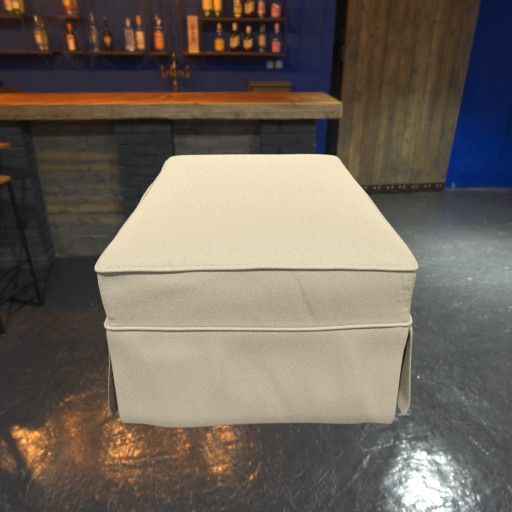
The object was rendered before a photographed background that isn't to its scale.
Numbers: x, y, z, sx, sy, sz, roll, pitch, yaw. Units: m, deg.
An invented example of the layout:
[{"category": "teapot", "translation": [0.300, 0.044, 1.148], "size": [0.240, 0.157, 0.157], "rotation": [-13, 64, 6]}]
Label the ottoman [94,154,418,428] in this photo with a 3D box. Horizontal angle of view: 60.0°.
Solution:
[{"category": "ottoman", "translation": [0.000, 0.000, 1.346], "size": [0.721, 0.482, 0.959], "rotation": [0, 26, -1]}]
